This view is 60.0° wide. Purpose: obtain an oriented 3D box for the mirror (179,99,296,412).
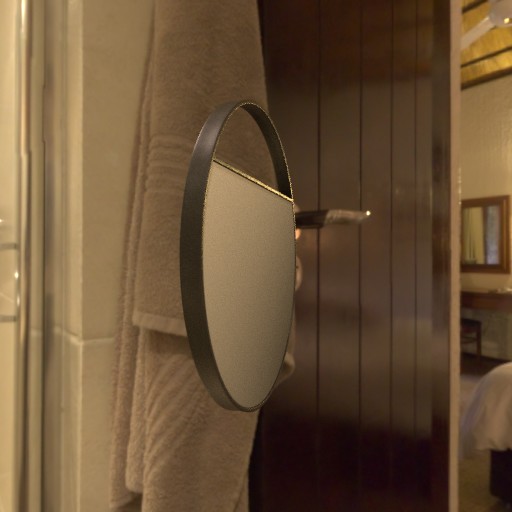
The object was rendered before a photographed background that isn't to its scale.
[{"bbox_3d":[0.000,0.000,0.850,0.032,0.565,0.565,0,0,18],"label":"mirror"}]
